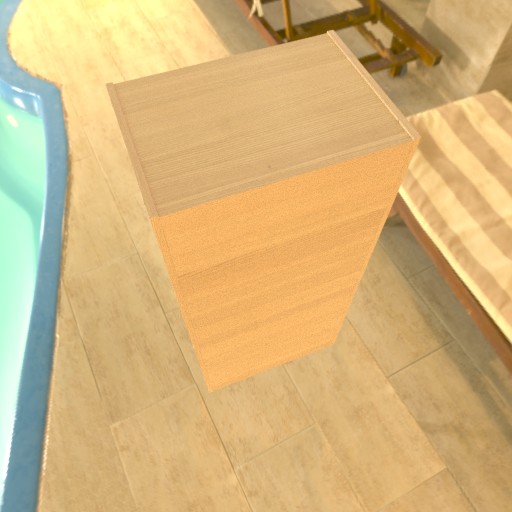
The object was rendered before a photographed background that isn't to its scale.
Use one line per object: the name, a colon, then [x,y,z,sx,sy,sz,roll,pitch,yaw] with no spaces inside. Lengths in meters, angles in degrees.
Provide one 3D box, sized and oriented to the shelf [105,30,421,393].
shelf: [0.000,0.000,1.065,0.417,0.876,0.292,-18,60,-11]
